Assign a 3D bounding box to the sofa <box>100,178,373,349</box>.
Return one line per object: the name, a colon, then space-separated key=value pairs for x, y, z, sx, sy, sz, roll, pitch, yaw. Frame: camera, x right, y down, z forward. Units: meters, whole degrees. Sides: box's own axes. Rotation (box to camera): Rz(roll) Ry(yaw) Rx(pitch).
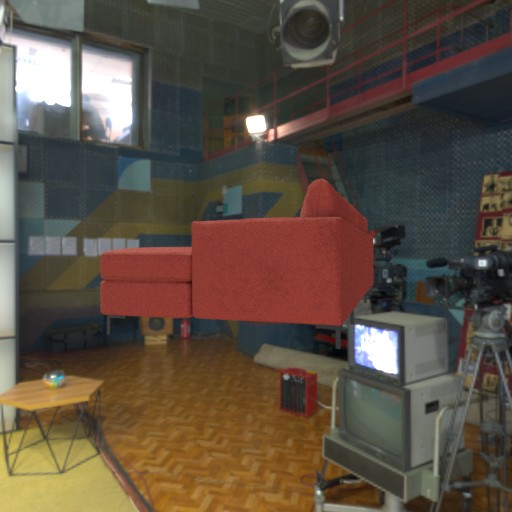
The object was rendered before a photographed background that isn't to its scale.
sofa: x=0.000 y=0.000 z=4.330 sx=2.055 sy=0.992 sz=3.434 roll=0 pitch=0 yaw=18
